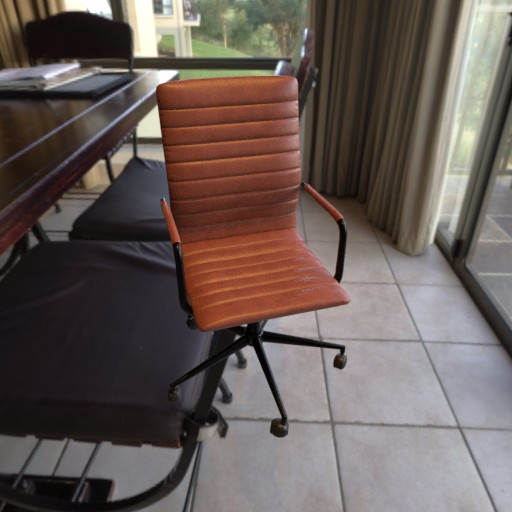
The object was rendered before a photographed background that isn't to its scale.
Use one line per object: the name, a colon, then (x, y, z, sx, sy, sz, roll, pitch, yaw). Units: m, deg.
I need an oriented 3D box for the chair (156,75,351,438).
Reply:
chair: (0.000, 0.000, 1.265, 0.600, 0.878, 0.578, -9, 32, -15)
